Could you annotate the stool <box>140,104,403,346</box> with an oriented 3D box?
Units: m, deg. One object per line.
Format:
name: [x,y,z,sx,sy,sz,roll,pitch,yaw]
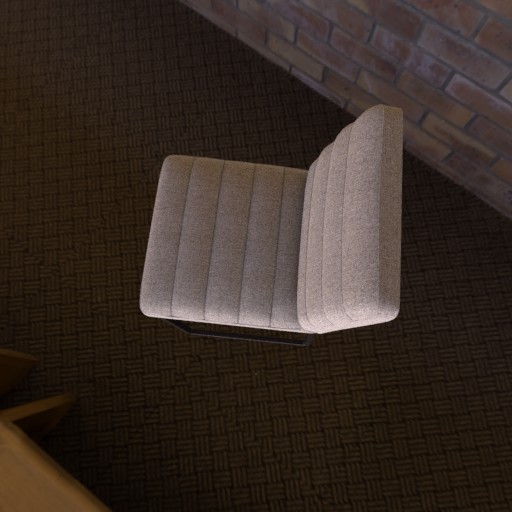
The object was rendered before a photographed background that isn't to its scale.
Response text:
stool: [0.000,0.000,1.357,0.571,1.034,0.459,6,75,1]
